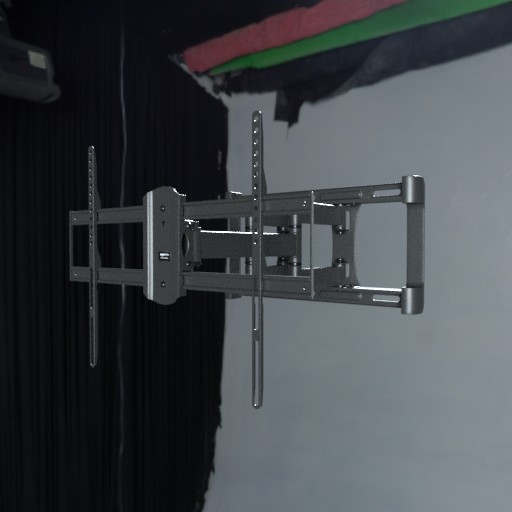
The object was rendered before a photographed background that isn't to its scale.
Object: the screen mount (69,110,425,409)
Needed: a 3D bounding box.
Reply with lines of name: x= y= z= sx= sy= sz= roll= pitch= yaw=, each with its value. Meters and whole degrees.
screen mount: x=0.000 y=0.000 z=1.118 sx=0.661 sy=0.491 sz=0.644 roll=1 pitch=1 yaw=35
